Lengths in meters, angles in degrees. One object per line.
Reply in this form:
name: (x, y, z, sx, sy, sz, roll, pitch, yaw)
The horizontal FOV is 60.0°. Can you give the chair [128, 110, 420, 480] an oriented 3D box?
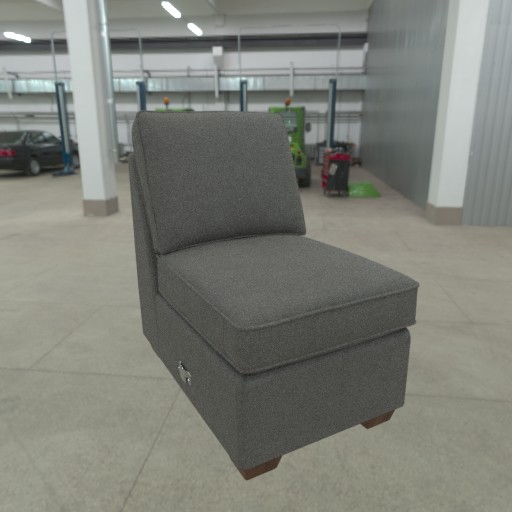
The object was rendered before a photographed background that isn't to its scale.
chair: (0.000, 0.000, 1.527, 0.621, 0.970, 0.938, -9, 18, -28)
